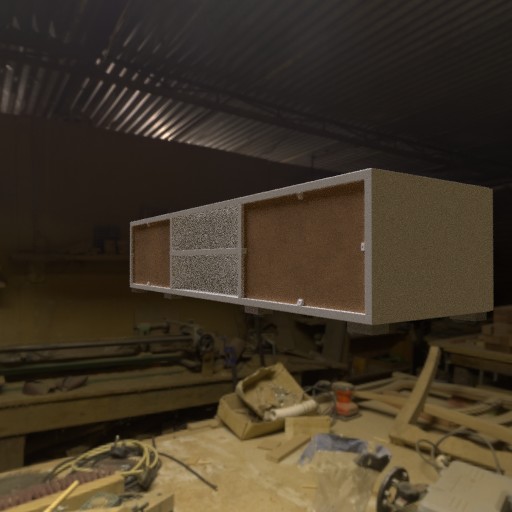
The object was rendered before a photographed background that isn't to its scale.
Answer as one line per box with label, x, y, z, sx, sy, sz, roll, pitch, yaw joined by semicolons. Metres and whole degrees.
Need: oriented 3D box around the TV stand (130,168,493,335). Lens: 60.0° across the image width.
TV stand;0.000;0.000;1.516;0.420;0.310;1.400;0;-1;-34
